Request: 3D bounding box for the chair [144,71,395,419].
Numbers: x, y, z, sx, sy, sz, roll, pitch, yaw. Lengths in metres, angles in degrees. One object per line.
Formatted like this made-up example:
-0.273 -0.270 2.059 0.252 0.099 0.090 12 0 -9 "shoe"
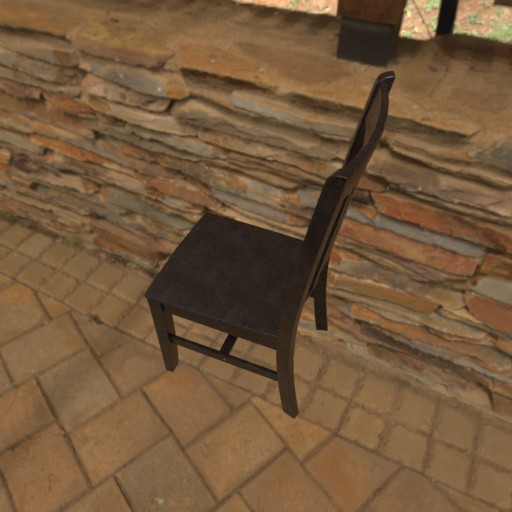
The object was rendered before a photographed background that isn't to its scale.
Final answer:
0.000 0.000 1.303 0.555 0.998 0.450 16 48 15 "chair"
